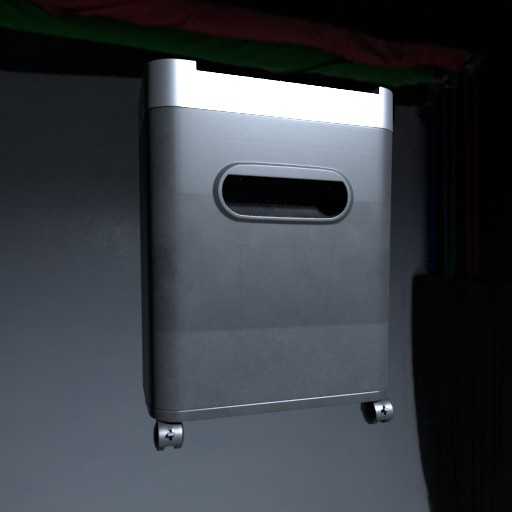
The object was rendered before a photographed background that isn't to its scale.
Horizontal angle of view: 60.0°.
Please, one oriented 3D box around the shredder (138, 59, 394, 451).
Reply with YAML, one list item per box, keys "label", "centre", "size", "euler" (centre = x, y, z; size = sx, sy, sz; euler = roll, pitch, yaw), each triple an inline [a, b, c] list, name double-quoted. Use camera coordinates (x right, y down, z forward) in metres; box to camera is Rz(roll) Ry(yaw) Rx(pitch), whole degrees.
- label: "shredder"
  centre: [0.000, 0.000, 0.610]
  size: [0.311, 0.419, 0.237]
  euler: [0, -1, -18]
